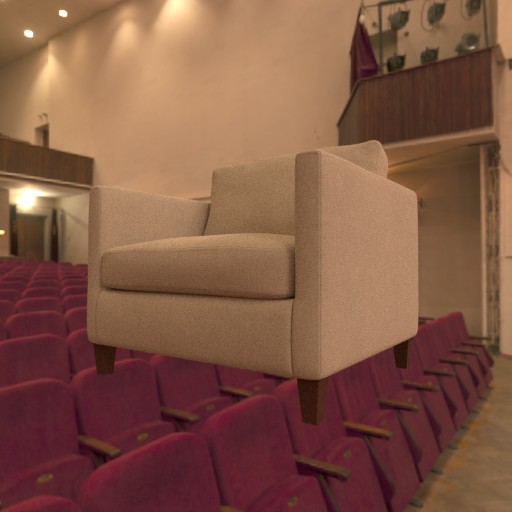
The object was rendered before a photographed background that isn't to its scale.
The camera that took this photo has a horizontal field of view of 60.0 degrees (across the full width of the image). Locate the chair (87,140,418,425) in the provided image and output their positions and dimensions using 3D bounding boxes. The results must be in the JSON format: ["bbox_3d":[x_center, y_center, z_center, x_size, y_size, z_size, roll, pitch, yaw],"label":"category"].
[{"bbox_3d":[0.000,0.000,1.868,1.107,0.961,0.959,-1,-1,35],"label":"chair"}]
